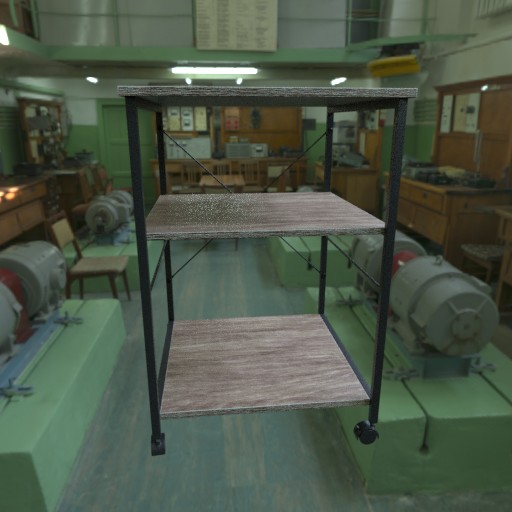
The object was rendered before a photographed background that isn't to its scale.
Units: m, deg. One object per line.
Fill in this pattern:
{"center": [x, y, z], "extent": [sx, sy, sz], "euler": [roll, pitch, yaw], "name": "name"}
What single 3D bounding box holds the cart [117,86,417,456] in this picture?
{"center": [0.000, 0.000, 1.118], "extent": [0.521, 0.762, 0.520], "euler": [-2, 17, -6], "name": "cart"}
